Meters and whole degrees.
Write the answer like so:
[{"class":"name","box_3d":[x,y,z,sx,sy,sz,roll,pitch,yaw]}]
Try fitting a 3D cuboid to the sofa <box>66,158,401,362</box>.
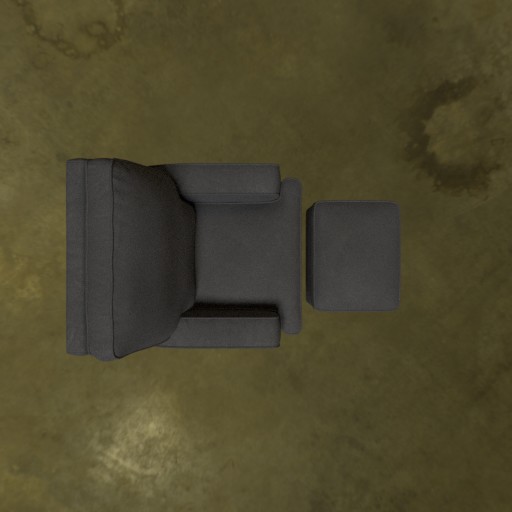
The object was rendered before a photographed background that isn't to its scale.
[{"class":"sofa","box_3d":[0.000,0.000,2.065,1.472,0.959,0.861,0,90,-2]}]
